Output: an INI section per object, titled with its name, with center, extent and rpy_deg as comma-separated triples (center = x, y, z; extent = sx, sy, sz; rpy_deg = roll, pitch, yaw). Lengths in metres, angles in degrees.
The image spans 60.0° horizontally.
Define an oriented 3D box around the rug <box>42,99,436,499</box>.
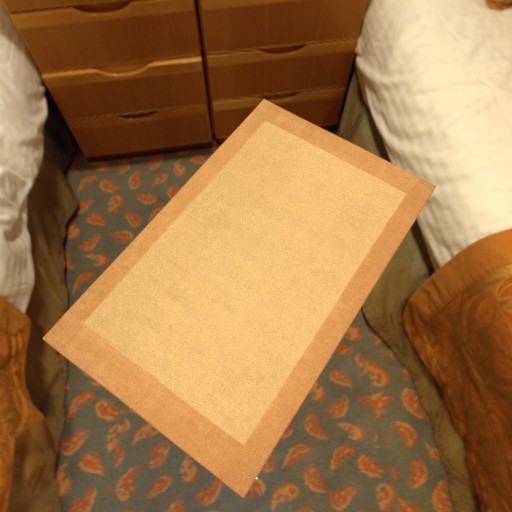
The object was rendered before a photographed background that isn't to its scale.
[rug]
center = 0.000, 0.000, 2.984
extent = 1.524, 0.014, 2.438
rpy_deg = 32, 68, 15
